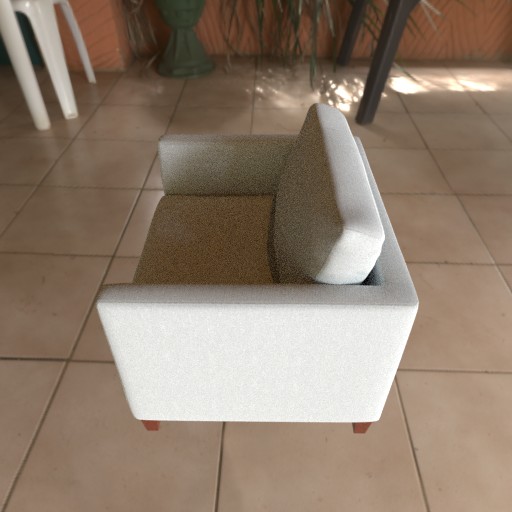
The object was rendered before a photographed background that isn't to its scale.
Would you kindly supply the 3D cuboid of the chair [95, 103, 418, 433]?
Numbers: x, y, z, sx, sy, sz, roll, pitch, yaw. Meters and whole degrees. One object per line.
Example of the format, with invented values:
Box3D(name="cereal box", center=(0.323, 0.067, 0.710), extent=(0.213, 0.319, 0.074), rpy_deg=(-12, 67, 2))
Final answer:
Box3D(name="chair", center=(0.000, 0.000, 1.816), extent=(0.953, 0.961, 1.107), rpy_deg=(0, 41, 0))
